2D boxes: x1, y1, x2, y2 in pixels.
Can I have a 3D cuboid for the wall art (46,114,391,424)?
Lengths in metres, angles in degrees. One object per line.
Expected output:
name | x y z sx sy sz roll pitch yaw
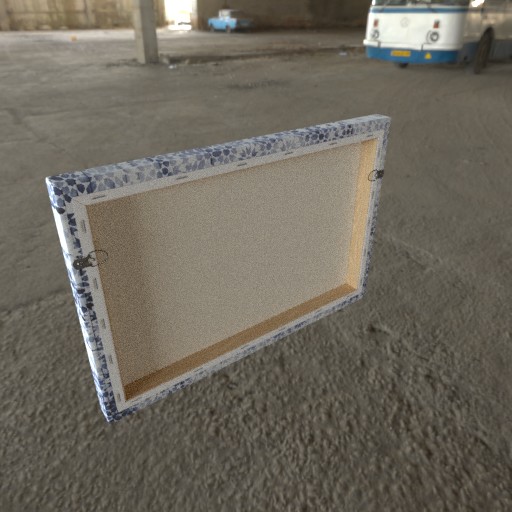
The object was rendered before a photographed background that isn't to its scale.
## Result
wall art | 0.000 0.000 1.169 0.911 0.608 0.057 -20 35 -31
